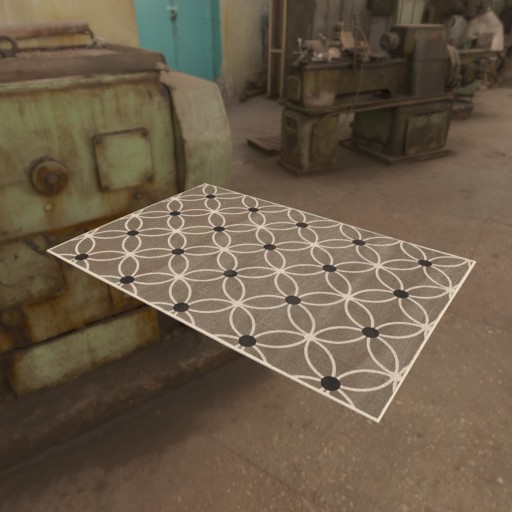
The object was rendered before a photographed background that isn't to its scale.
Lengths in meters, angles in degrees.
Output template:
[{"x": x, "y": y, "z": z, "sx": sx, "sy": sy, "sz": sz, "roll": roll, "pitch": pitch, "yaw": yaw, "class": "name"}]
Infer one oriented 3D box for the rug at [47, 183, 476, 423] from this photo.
[{"x": 0.000, "y": 0.000, "z": 2.817, "sx": 2.284, "sy": 0.008, "sz": 1.522, "roll": 20, "pitch": 36, "yaw": 31, "class": "rug"}]
